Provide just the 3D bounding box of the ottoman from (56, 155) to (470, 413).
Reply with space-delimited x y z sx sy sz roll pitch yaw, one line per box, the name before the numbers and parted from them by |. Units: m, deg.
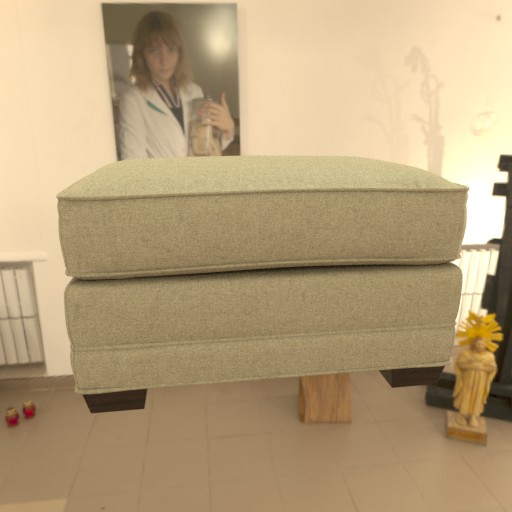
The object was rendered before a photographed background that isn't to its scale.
ottoman | 0.000 0.000 1.172 0.848 0.508 0.611 -2 17 -8
